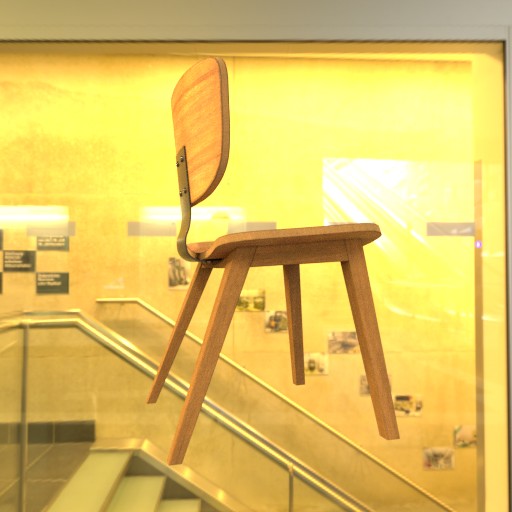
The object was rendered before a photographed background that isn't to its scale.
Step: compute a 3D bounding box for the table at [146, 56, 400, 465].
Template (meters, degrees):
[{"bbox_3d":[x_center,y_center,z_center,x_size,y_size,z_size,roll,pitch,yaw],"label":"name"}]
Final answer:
[{"bbox_3d":[0.000,0.000,1.129,0.500,0.805,0.499,0,-1,-20],"label":"table"}]
